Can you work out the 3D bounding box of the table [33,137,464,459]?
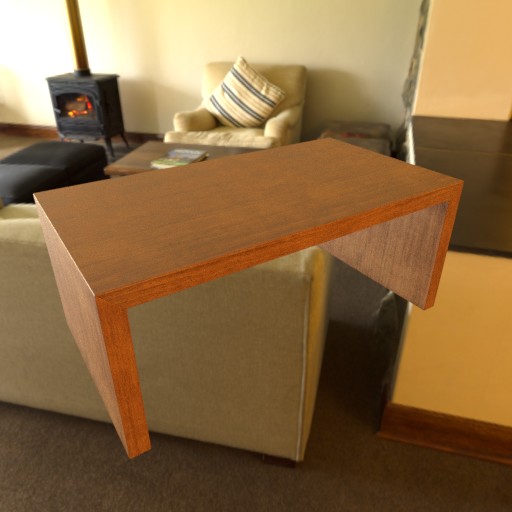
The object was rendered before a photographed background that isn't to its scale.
[{"bbox_3d":[0.000,0.000,1.272,1.000,0.419,0.549,-18,34,-29],"label":"table"}]
